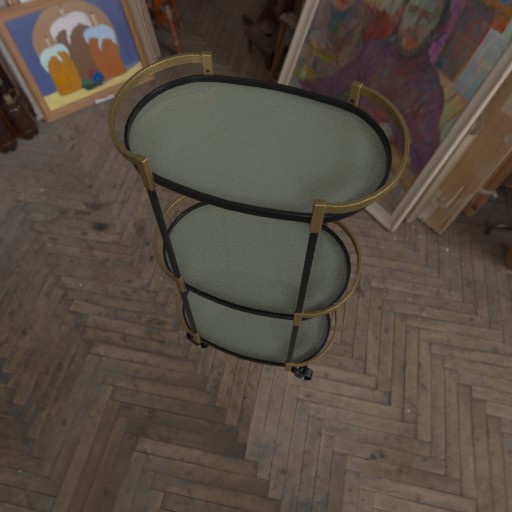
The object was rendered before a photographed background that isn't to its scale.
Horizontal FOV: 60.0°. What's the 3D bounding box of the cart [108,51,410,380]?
[{"bbox_3d":[0.000,0.000,1.126,0.515,0.885,0.311,15,60,9],"label":"cart"}]
